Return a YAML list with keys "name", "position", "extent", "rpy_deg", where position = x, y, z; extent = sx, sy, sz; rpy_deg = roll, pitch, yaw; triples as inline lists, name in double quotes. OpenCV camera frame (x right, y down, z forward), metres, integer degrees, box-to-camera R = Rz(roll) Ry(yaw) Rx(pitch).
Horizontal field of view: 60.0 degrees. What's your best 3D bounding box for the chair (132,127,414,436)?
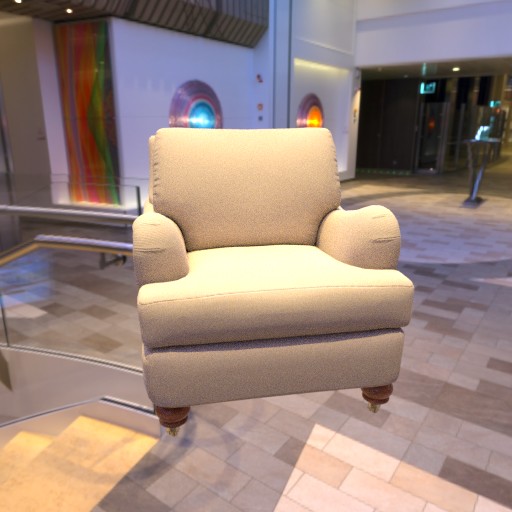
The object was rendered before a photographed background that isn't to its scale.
- name: "chair"
  position: [0.000, 0.000, 1.871]
  extent: [0.955, 1.038, 1.070]
  rpy_deg: [-3, 17, -10]
